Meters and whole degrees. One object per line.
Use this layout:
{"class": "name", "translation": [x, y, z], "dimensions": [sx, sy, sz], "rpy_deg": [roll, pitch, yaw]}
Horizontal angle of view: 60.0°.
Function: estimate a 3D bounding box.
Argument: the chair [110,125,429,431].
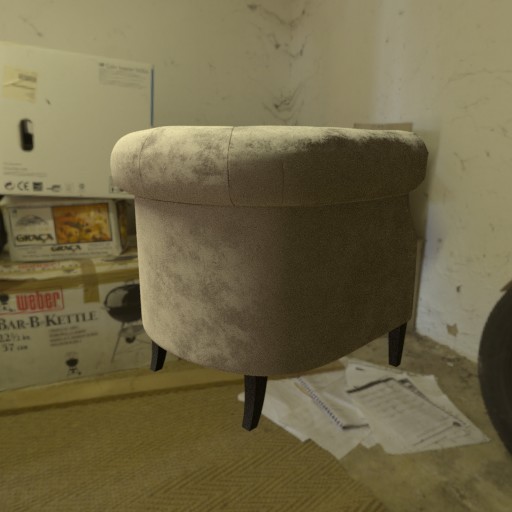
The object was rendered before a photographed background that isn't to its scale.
{"class": "chair", "translation": [0.000, 0.000, 1.511], "dimensions": [0.851, 0.826, 0.904], "rpy_deg": [-13, 19, -43]}
